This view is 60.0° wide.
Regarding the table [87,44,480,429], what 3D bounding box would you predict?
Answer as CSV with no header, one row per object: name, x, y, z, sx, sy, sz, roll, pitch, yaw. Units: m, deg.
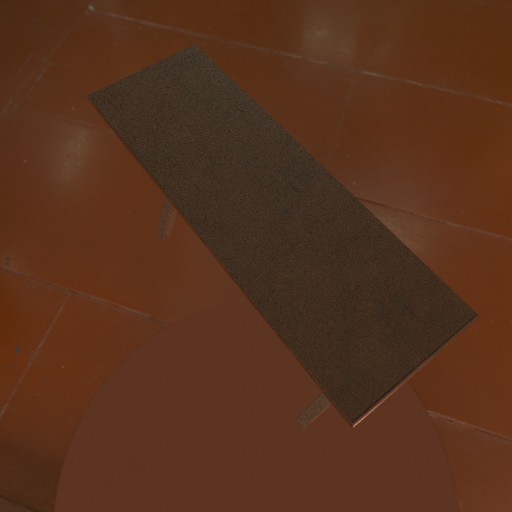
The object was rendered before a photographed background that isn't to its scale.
table,0.000,0.000,1.526,0.399,0.763,1.197,-34,67,-16
